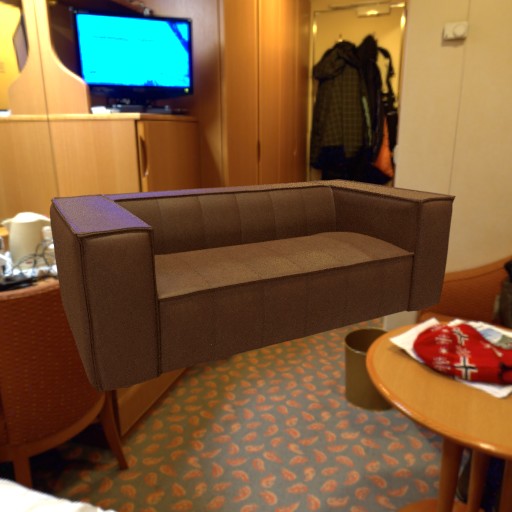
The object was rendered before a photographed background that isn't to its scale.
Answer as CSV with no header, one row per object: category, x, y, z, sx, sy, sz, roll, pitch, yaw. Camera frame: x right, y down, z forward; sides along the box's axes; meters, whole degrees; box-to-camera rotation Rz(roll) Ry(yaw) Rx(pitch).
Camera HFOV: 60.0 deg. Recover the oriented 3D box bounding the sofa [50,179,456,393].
sofa,0.000,0.000,2.578,2.088,0.703,1.102,-8,18,-28
